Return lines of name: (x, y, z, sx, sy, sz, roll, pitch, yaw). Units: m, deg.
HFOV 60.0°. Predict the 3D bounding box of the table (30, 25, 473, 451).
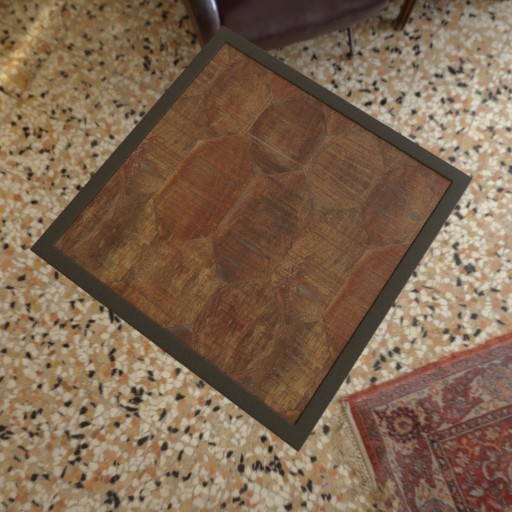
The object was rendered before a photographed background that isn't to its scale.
table: (0.000, 0.000, 0.969, 0.500, 0.565, 0.500, 35, 79, 8)
